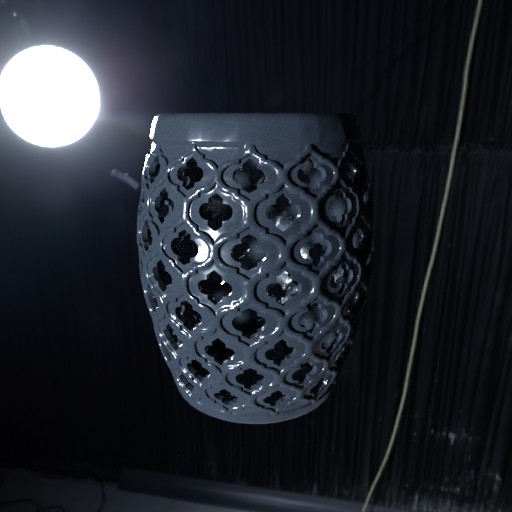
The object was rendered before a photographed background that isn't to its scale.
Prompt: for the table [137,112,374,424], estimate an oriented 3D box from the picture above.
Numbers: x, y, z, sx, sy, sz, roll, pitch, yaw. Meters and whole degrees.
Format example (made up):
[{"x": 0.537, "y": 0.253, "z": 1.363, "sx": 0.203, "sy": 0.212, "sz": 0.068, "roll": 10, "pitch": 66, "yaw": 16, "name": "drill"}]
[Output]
[{"x": 0.000, "y": 0.000, "z": 0.634, "sx": 0.325, "sy": 0.388, "sz": 0.325, "roll": 0, "pitch": 17, "yaw": 0, "name": "table"}]
